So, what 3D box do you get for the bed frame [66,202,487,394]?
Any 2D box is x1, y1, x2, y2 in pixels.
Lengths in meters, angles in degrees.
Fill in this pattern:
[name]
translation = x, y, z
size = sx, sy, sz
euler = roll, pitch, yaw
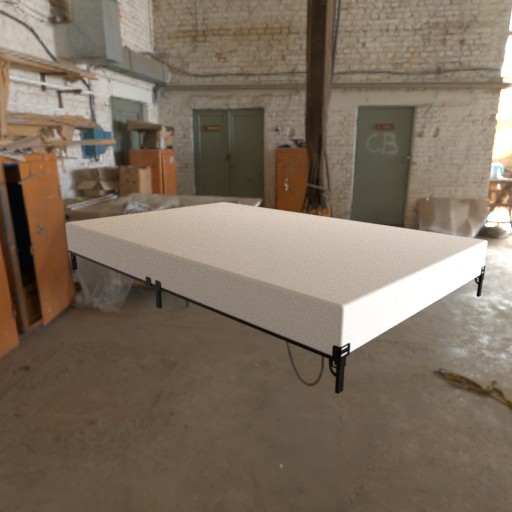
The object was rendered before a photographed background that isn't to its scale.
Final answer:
[bed frame]
translation = 0.000, 0.000, 3.712
size = 2.987, 0.440, 1.930
euler = 14, 20, 43
